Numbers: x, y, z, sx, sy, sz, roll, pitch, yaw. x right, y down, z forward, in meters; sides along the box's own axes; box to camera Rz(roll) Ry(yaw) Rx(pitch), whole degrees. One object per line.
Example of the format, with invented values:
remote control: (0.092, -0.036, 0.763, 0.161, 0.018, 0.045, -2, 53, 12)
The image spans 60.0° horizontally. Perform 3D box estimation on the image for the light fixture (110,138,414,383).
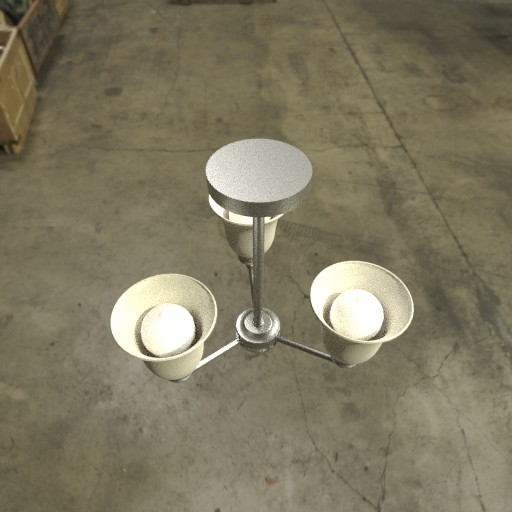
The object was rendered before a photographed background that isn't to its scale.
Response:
light fixture: (0.000, 0.000, 0.661, 0.388, 0.370, 0.354, -4, 47, -4)
